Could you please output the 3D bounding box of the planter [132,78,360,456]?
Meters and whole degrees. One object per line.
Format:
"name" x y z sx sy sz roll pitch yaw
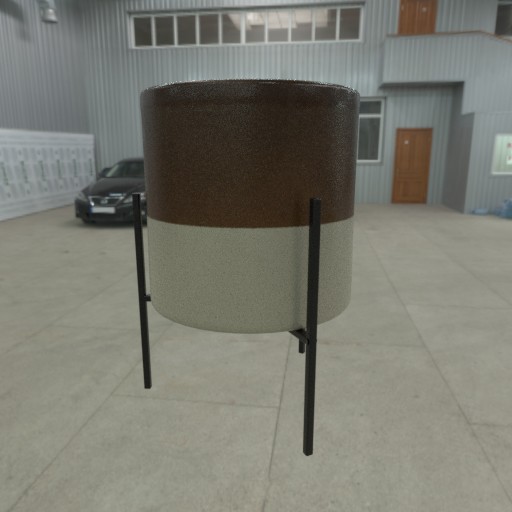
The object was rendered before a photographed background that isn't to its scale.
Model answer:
"planter" 0.000 0.000 0.542 0.255 0.375 0.269 -7 15 -27
